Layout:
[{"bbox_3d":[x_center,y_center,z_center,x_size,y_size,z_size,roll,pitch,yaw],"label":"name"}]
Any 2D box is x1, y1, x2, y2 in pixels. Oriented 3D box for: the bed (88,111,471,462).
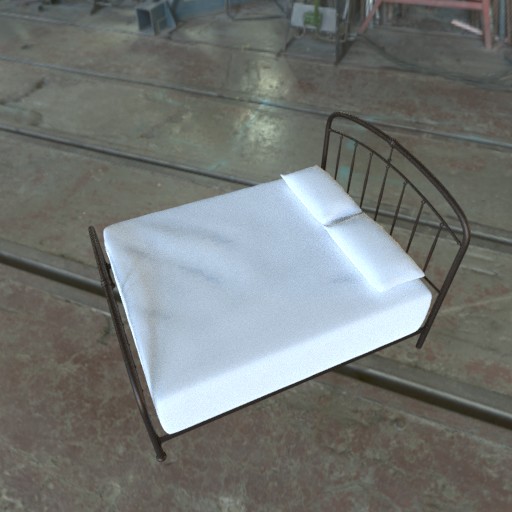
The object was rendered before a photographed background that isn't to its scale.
[{"bbox_3d":[0.000,0.000,3.278,2.180,1.425,1.711,-18,47,-17],"label":"bed"}]
